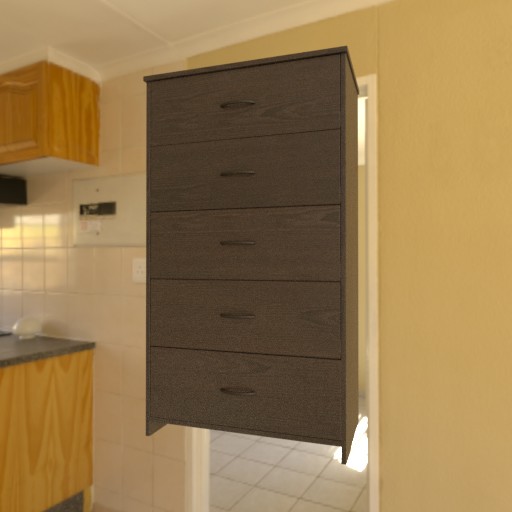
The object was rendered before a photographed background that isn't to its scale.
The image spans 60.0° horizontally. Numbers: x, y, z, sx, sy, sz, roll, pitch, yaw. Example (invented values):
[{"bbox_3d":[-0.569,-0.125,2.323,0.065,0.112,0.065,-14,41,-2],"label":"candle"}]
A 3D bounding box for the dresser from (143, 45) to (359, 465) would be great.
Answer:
[{"bbox_3d":[0.000,0.000,1.612,0.704,1.254,0.418,0,-1,19],"label":"dresser"}]
